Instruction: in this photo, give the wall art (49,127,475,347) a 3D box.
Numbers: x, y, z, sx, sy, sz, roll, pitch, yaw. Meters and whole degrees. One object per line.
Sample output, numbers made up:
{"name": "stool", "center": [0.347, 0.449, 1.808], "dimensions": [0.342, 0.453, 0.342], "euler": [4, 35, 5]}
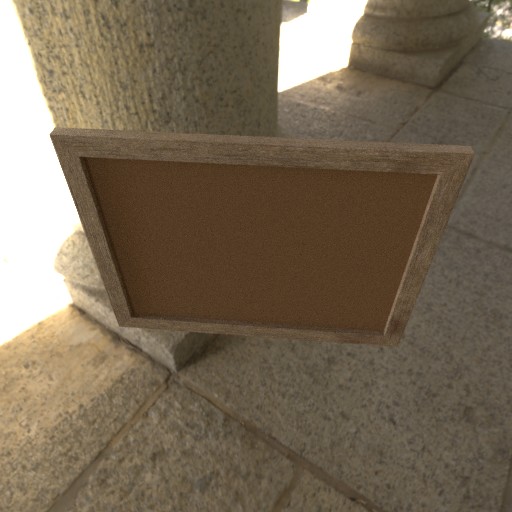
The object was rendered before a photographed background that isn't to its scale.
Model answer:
{"name": "wall art", "center": [0.000, 0.000, 0.913], "dimensions": [0.690, 0.535, 0.026], "euler": [4, 45, 4]}
